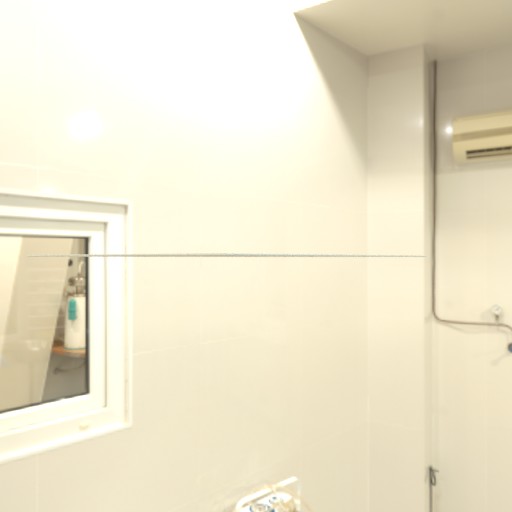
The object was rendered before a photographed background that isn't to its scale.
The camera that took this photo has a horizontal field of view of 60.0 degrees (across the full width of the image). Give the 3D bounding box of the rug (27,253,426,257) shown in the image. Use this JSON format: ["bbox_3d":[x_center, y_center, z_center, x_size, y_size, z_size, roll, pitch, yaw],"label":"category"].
[{"bbox_3d":[0.000,0.000,2.356,1.225,0.008,1.827,0,0,38],"label":"rug"}]
